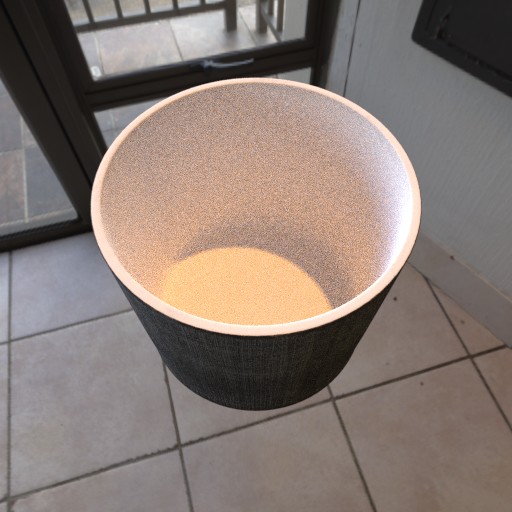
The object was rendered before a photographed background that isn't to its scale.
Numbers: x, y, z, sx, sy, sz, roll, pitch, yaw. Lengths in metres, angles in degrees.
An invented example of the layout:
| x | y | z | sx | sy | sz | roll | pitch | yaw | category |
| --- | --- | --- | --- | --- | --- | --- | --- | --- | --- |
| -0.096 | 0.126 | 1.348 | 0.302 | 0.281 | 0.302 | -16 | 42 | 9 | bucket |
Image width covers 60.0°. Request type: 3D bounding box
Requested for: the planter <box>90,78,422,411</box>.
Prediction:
| x | y | z | sx | sy | sz | roll | pitch | yaw | category |
| --- | --- | --- | --- | --- | --- | --- | --- | --- | --- |
| 0.000 | 0.000 | 0.440 | 0.254 | 0.221 | 0.254 | 0 | 59 | 0 | planter |
